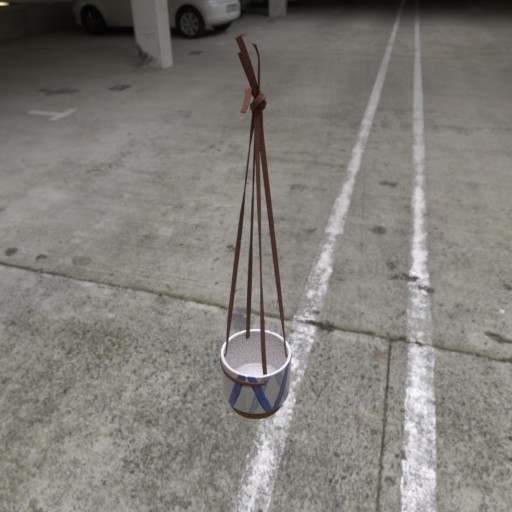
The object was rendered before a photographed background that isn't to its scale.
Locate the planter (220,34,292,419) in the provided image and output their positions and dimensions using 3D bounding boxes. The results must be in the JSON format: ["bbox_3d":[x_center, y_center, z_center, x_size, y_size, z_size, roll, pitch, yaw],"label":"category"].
[{"bbox_3d":[0.000,0.000,0.832,0.153,0.753,0.157,8,31,14],"label":"planter"}]
